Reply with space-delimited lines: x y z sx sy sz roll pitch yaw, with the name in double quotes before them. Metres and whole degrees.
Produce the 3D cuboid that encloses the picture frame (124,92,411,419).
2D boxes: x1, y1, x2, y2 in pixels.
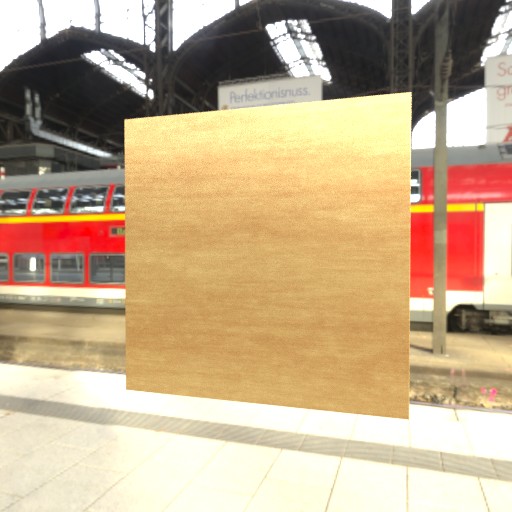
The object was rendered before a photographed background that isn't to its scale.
"picture frame" 0.000 0.000 1.155 0.758 0.761 0.037 0 1 17
